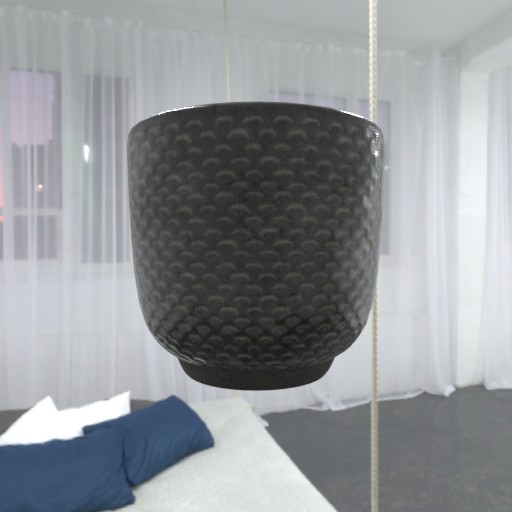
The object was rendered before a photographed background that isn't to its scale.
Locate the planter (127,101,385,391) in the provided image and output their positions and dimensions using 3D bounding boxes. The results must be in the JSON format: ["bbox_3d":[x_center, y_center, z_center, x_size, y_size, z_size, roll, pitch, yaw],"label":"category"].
[{"bbox_3d":[0.000,0.000,0.250,0.140,0.129,0.140,0,1,0],"label":"planter"}]
